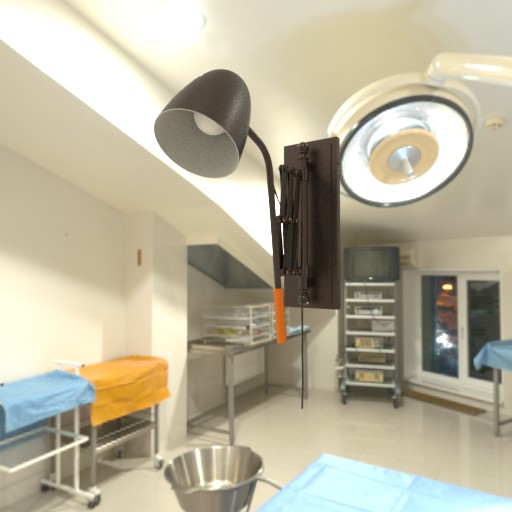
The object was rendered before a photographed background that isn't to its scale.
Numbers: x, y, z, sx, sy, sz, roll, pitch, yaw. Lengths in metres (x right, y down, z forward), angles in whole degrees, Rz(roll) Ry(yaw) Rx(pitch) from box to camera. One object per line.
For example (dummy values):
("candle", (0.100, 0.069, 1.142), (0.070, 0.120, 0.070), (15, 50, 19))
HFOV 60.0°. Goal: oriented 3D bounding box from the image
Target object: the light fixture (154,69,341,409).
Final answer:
("light fixture", (0.000, 0.000, 0.926), (0.162, 0.715, 0.499), (-1, -2, 35))
